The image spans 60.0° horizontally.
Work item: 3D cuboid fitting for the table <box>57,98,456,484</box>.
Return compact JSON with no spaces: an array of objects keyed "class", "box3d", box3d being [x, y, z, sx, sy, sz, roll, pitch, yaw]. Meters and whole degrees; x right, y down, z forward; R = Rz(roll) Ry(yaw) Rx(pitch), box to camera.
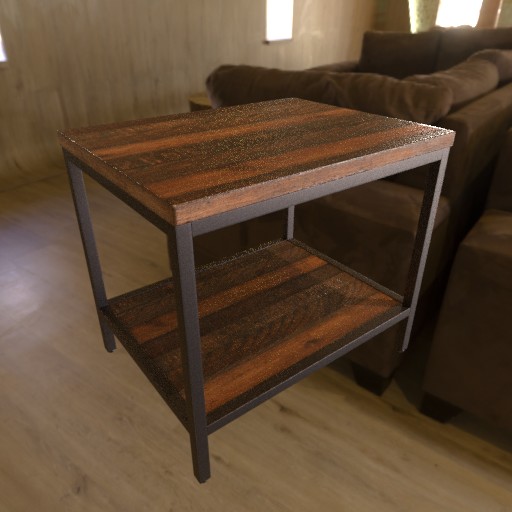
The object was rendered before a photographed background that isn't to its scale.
[{"class":"table","box3d":[0.000,0.000,1.098,0.678,0.612,0.524,-20,35,-32]}]
